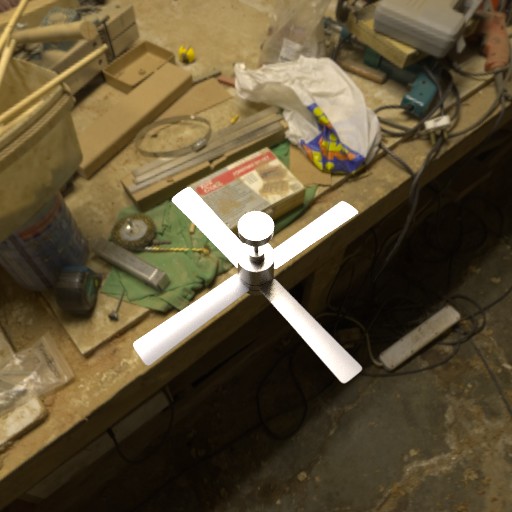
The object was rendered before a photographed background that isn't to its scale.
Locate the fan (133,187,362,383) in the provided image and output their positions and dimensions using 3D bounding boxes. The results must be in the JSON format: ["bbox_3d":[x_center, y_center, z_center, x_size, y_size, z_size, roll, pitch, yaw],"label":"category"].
[{"bbox_3d":[0.000,0.000,2.347,1.525,0.539,1.525,-34,64,-20],"label":"fan"}]
